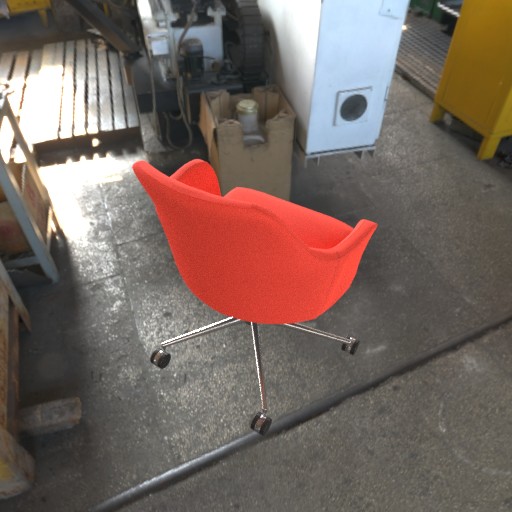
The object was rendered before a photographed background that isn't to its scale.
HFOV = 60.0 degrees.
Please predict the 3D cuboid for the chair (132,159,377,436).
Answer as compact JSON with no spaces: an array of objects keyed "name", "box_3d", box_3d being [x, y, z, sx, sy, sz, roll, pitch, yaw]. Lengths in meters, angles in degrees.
[{"name":"chair","box_3d":[0.000,0.000,1.290,0.655,0.820,0.600,24,50,22]}]
